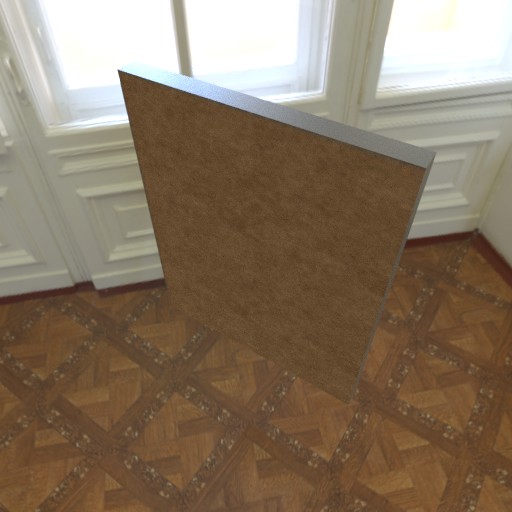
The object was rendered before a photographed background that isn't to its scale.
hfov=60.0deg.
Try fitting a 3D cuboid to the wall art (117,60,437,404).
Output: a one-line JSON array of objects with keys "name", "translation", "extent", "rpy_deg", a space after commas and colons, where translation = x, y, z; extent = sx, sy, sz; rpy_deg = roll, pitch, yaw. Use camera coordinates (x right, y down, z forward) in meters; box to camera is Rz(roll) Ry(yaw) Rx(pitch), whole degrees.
[{"name": "wall art", "translation": [0.000, 0.000, 0.765], "extent": [0.453, 0.554, 0.037], "rpy_deg": [25, 51, 22]}]
